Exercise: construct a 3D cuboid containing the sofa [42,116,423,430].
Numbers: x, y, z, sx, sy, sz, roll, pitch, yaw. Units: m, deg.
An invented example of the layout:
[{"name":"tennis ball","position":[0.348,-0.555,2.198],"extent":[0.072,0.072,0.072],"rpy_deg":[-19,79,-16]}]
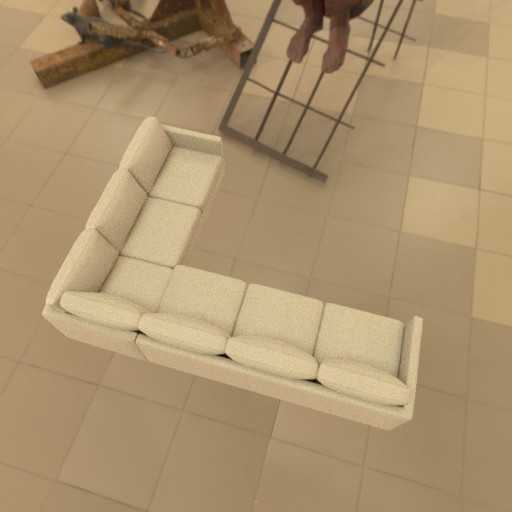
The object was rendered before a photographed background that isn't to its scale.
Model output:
[{"name":"sofa","position":[0.000,0.000,4.522],"extent":[3.333,0.934,2.522],"rpy_deg":[14,62,8]}]
